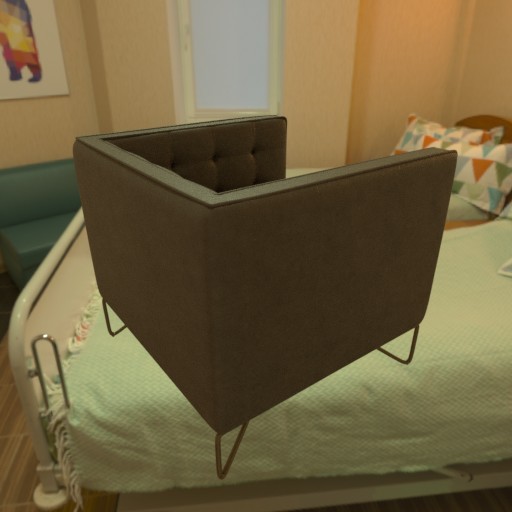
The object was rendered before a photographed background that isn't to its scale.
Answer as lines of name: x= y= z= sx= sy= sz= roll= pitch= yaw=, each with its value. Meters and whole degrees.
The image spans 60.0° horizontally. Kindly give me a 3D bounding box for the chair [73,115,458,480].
chair: x=0.000 y=0.000 z=1.541 sx=0.894 sy=0.790 sz=0.880 roll=-18 pitch=31 yaw=-33
